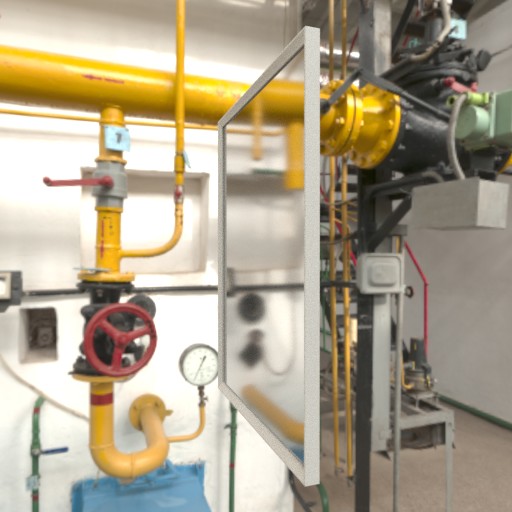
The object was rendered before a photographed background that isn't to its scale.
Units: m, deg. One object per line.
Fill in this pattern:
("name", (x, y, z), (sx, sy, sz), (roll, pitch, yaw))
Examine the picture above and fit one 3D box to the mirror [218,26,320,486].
("mirror", (0.000, 0.000, 1.342), (0.041, 1.016, 0.762), (0, 0, -19))
